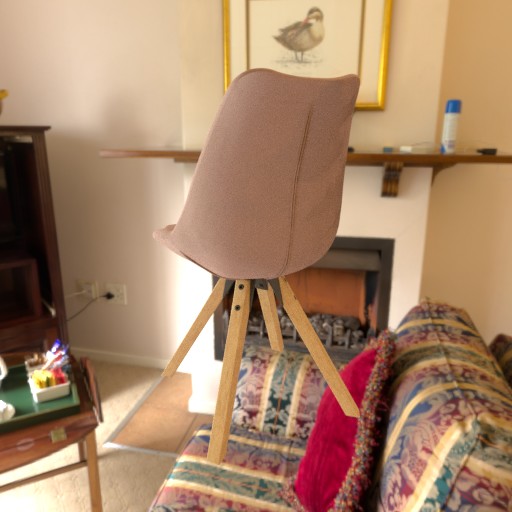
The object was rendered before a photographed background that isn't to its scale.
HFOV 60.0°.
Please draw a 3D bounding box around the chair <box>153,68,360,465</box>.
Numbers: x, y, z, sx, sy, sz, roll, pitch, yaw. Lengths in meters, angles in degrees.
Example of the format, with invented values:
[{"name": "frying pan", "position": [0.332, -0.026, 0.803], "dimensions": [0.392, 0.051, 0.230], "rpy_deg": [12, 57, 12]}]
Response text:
[{"name": "chair", "position": [0.000, 0.000, 1.171], "dimensions": [0.485, 0.850, 0.550], "rpy_deg": [-7, 17, -25]}]
